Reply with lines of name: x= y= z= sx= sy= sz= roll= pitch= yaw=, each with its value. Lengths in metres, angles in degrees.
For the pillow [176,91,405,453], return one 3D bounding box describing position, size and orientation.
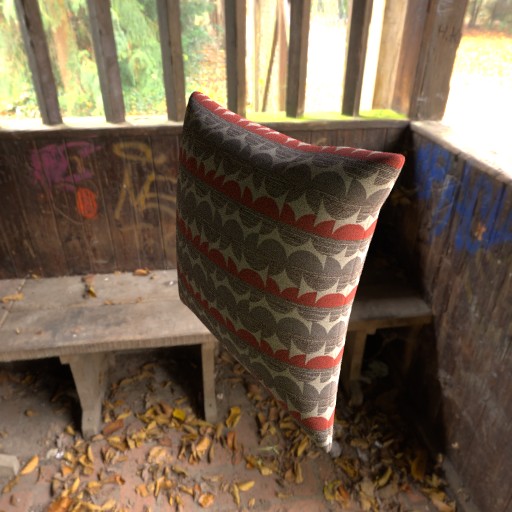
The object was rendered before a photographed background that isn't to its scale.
pillow: x=0.000 y=0.000 z=0.666 sx=0.180 sy=0.410 sz=0.420 roll=-21 pitch=37 yaw=-30
